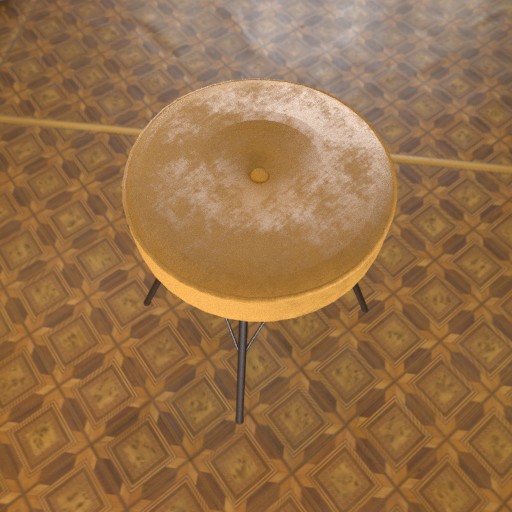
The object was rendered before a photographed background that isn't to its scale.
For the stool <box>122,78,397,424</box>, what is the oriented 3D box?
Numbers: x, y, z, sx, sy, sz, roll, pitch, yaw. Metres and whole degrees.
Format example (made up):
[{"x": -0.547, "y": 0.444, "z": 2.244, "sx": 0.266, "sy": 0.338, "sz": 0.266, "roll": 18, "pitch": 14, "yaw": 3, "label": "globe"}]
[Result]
[{"x": 0.000, "y": 0.000, "z": 0.937, "sx": 0.472, "sy": 0.595, "sz": 0.438, "roll": -35, "pitch": 68, "yaw": -17, "label": "stool"}]
